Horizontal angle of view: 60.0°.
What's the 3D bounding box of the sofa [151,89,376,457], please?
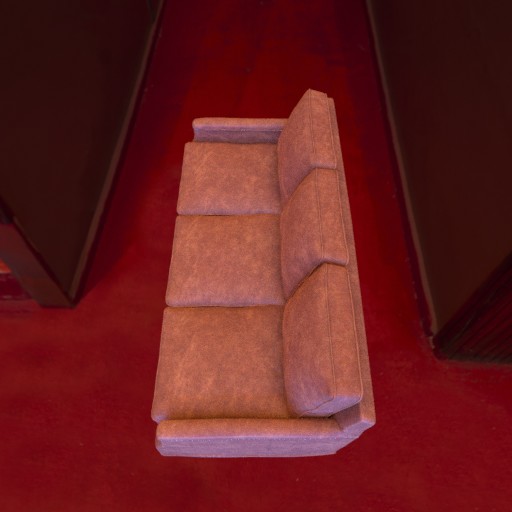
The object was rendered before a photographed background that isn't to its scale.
[{"bbox_3d":[0.000,0.000,2.800,1.084,1.003,2.246,0,58,0],"label":"sofa"}]
